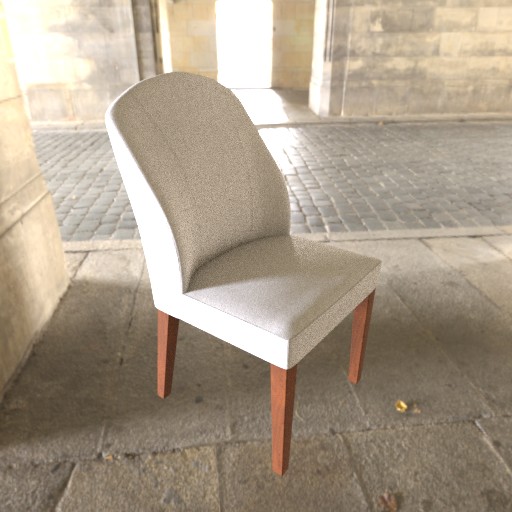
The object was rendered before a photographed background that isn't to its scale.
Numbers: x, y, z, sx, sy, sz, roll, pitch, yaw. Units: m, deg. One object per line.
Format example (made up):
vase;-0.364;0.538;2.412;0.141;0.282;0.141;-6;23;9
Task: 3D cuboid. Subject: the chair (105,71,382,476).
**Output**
chair;0.000;0.000;1.183;0.540;0.893;0.472;18;31;33
